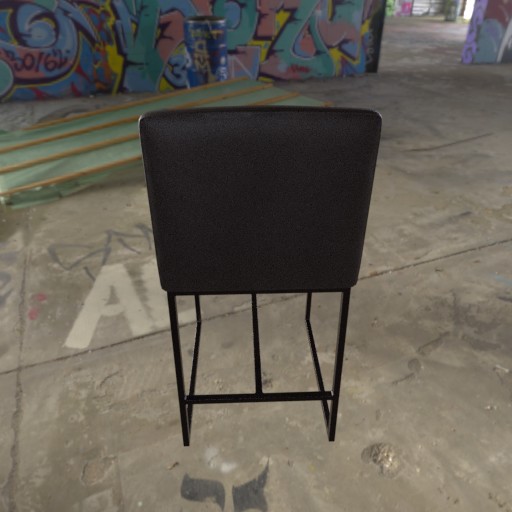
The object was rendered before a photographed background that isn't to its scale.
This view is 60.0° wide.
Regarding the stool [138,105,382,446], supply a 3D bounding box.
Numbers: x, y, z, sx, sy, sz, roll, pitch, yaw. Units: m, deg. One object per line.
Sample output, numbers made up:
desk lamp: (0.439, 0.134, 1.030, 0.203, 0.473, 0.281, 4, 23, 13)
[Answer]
stool: (0.000, 0.000, 1.257, 0.463, 0.946, 0.562, -1, 32, -2)
